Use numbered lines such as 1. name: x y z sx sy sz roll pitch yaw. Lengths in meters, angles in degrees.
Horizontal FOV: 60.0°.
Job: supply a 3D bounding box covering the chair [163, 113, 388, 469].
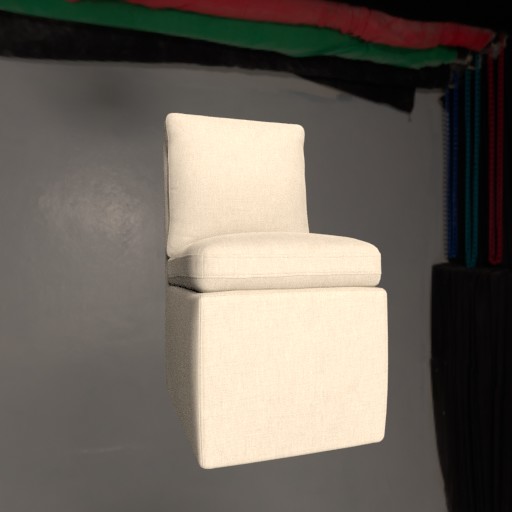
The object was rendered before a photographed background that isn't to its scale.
1. chair: 0.000 0.000 1.338 0.503 0.927 0.698 0 1 -18
